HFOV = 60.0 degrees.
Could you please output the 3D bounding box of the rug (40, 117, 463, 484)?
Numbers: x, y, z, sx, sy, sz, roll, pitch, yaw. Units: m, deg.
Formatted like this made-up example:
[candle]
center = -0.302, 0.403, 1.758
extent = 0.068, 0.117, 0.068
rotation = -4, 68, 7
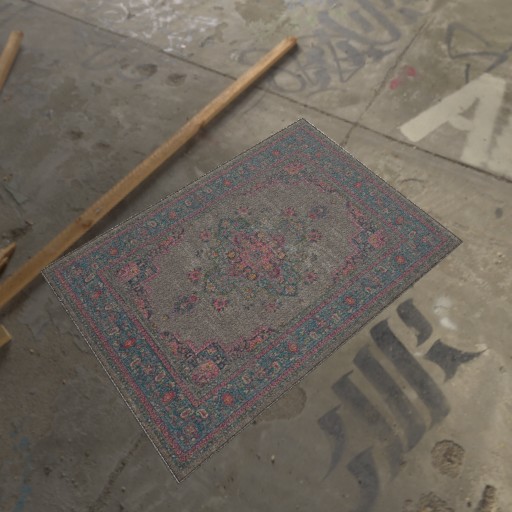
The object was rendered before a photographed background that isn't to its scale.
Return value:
[rug]
center = 0.000, 0.000, 3.663
extent = 2.890, 0.013, 2.005
rotation = -35, 64, -20
